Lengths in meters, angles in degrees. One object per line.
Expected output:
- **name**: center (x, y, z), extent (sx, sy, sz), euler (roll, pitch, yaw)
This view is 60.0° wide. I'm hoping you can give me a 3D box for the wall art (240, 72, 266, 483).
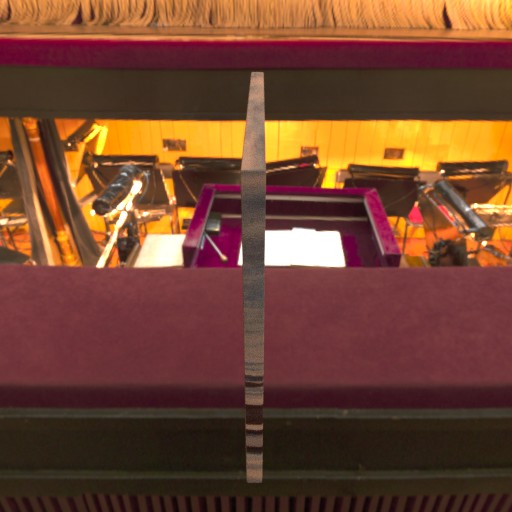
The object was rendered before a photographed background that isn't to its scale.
- **wall art**: center (0.000, 0.000, 1.121), extent (0.035, 0.747, 0.747), euler (0, 32, 1)
